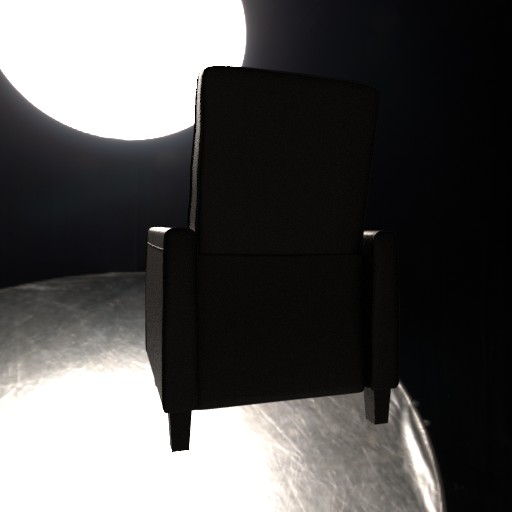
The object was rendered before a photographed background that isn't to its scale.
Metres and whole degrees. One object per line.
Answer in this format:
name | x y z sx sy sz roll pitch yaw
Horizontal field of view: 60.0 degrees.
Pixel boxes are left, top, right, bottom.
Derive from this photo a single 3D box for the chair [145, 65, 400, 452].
chair | 0.000 0.000 1.533 0.705 1.013 0.746 0 1 -17
